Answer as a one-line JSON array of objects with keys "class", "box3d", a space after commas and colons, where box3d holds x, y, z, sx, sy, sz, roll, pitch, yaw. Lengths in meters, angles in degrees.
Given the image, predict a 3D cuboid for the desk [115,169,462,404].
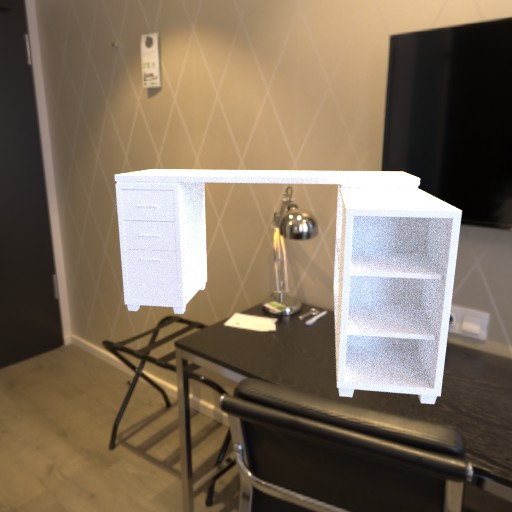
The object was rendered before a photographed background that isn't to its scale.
[{"class": "desk", "box3d": [0.000, 0.000, 2.189, 1.524, 0.759, 1.199, 2, 14, 9]}]
